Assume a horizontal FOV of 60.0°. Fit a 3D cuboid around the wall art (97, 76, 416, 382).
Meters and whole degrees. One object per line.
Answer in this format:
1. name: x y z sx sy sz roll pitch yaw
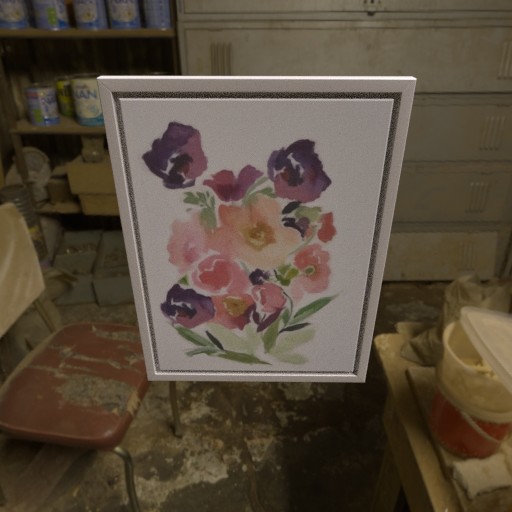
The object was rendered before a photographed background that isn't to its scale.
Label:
1. wall art: 0.000 0.000 1.396 0.805 1.056 0.042 0 30 1
